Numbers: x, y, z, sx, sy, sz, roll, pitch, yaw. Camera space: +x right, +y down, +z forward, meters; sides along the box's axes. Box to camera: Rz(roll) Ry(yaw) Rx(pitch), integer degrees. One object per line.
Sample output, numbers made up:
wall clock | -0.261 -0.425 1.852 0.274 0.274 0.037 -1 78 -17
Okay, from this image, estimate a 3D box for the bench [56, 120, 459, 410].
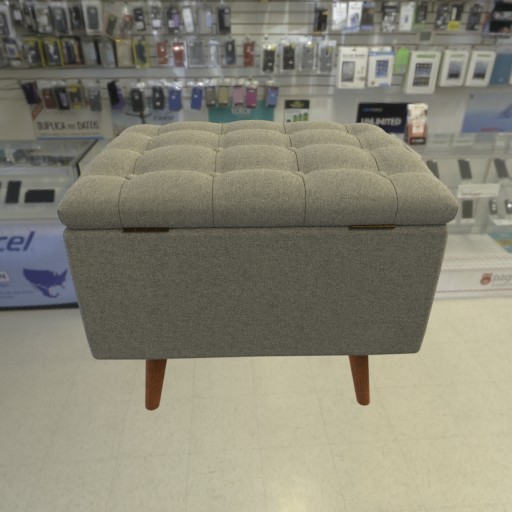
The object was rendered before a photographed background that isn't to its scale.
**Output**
bench | 0.000 0.000 0.889 0.572 0.469 0.417 -1 30 -1
